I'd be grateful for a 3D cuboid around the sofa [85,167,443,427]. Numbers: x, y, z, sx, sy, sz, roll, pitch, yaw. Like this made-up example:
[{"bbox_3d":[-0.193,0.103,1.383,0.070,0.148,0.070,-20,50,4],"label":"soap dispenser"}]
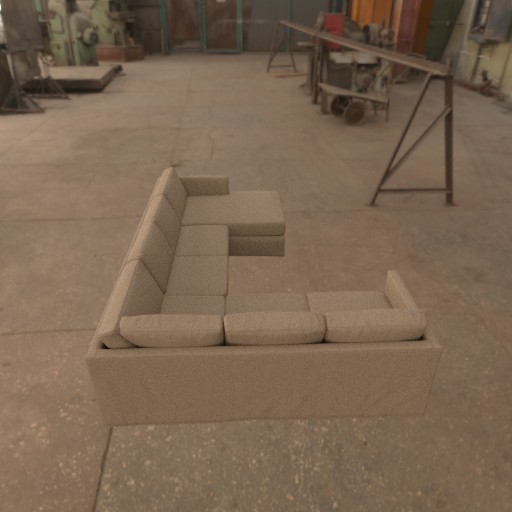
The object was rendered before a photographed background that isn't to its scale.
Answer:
[{"bbox_3d":[0.000,0.000,4.574,2.427,0.882,3.460,-1,30,-2],"label":"sofa"}]
